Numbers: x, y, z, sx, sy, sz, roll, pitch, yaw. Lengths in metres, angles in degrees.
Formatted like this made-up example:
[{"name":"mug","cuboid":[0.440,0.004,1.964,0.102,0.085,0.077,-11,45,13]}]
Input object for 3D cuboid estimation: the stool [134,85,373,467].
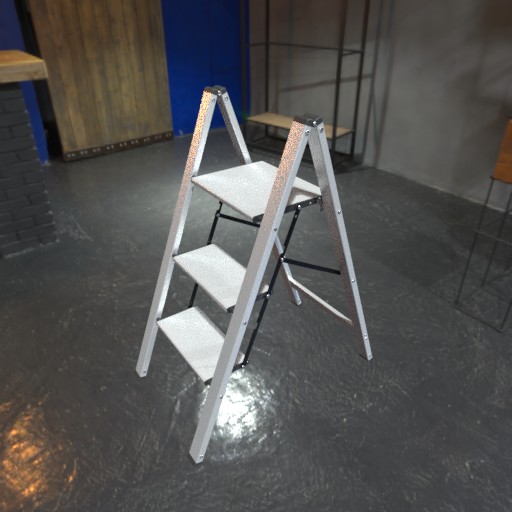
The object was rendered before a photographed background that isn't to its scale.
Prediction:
[{"name":"stool","cuboid":[0.000,0.000,1.328,0.730,0.902,0.441,-20,37,-30]}]
